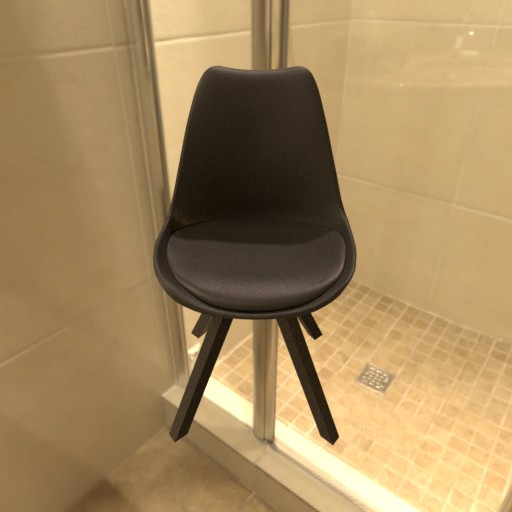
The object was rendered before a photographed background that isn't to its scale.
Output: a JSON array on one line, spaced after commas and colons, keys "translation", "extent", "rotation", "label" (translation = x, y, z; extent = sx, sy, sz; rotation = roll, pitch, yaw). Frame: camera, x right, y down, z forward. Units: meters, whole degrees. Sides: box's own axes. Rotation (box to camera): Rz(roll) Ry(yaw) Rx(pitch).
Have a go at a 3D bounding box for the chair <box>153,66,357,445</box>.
[{"translation": [0.000, 0.000, 1.159], "extent": [0.485, 0.850, 0.550], "rotation": [1, 31, 1], "label": "chair"}]
